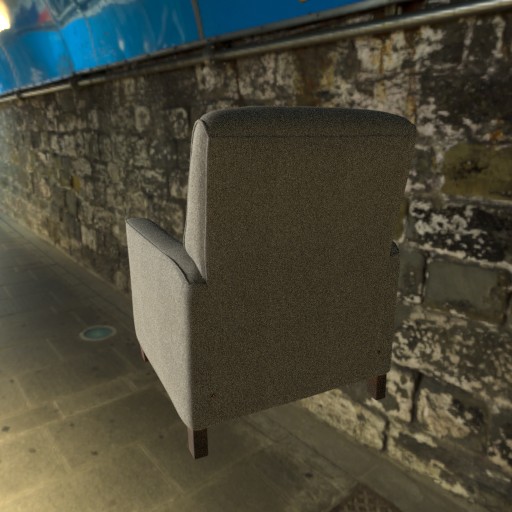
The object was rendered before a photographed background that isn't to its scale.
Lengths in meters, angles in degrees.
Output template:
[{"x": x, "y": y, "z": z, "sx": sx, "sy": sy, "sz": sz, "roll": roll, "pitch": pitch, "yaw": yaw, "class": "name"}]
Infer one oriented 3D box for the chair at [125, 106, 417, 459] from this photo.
[{"x": 0.000, "y": 0.000, "z": 1.661, "sx": 0.841, "sy": 1.028, "sz": 0.858, "roll": -8, "pitch": 17, "yaw": -25, "class": "chair"}]
